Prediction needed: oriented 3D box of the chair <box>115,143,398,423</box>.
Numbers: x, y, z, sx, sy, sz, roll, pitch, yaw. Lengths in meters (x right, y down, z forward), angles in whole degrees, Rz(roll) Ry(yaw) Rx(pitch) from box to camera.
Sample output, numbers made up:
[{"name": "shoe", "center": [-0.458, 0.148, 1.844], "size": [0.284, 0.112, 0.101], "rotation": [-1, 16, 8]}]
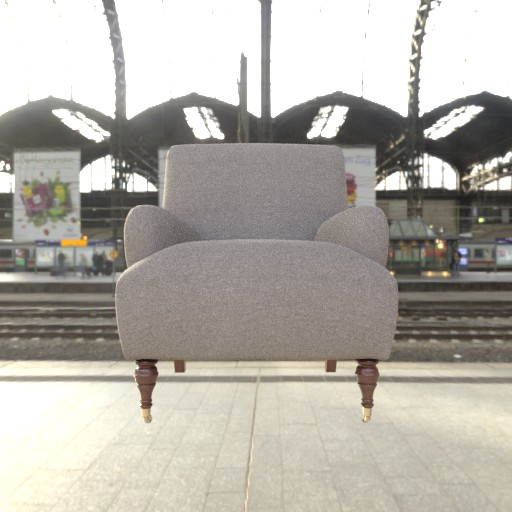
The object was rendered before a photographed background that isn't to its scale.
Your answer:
[{"name": "chair", "center": [0.000, 0.000, 1.540], "size": [0.766, 0.942, 0.843], "rotation": [0, 0, -1]}]
